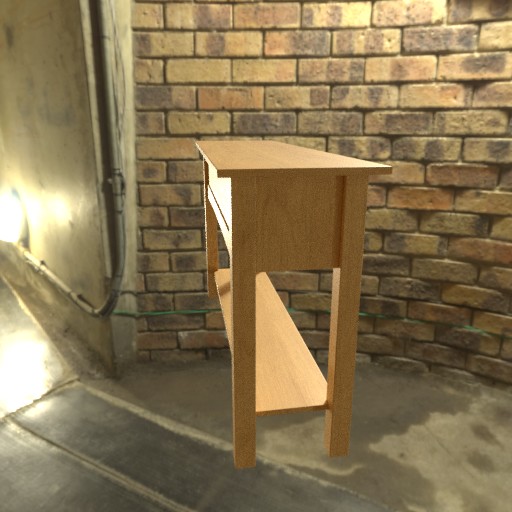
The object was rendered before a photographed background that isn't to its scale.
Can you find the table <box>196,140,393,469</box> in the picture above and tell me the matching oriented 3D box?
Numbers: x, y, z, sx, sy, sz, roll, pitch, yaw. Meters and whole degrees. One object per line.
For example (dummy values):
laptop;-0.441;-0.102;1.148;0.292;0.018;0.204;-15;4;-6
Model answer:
table;0.000;0.000;1.546;0.350;0.730;1.240;-3;17;-9
